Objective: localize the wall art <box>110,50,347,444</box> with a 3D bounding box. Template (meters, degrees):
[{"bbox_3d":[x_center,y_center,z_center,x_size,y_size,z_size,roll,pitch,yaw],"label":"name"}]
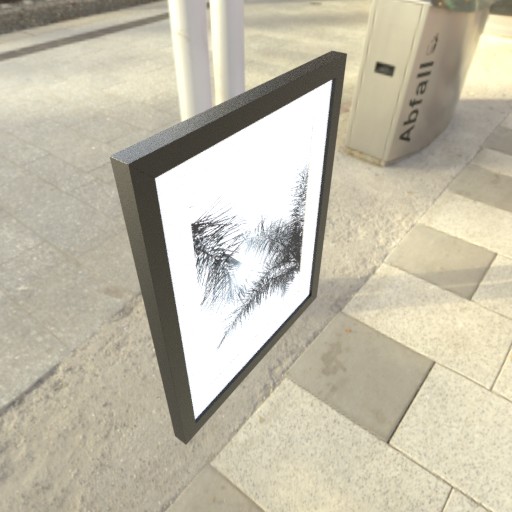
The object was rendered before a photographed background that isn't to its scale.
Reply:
[{"bbox_3d":[0.000,0.000,0.758,0.028,0.557,0.457,25,46,27],"label":"wall art"}]
